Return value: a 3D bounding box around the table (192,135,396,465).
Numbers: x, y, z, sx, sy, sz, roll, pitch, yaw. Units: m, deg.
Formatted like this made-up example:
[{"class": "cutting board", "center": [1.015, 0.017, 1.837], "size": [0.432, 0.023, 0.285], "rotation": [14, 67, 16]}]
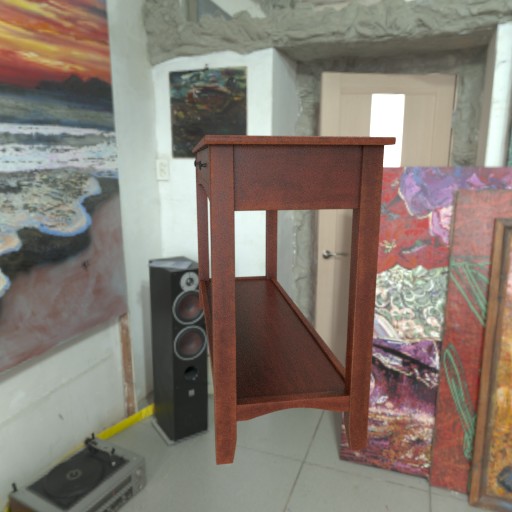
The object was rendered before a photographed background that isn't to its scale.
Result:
[{"class": "table", "center": [0.000, 0.000, 1.524], "size": [0.392, 0.739, 1.188], "rotation": [-2, 12, -9]}]
